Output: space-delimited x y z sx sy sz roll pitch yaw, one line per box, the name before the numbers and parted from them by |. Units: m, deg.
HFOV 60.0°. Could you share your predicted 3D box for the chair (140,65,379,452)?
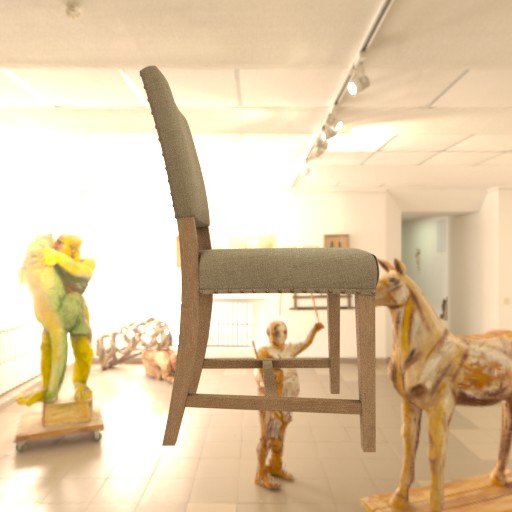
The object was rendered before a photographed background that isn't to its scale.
chair | 0.000 0.000 1.359 0.622 0.986 0.508 0 0 0
